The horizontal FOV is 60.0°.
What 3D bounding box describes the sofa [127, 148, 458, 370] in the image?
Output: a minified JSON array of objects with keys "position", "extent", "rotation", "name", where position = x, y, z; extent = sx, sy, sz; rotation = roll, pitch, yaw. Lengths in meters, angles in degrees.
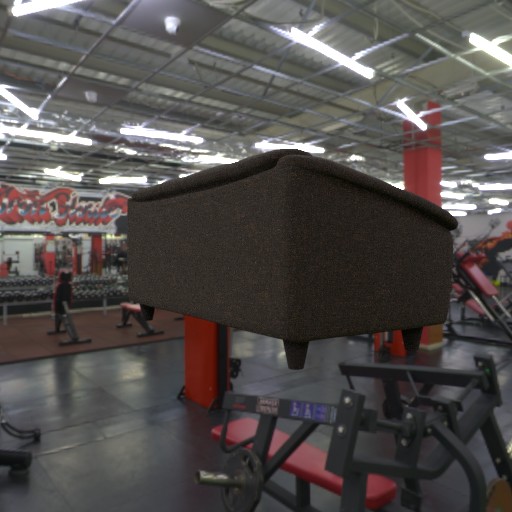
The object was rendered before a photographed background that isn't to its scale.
[{"position":[0.000,0.000,2.333],"extent":[0.887,0.790,1.849],"rotation":[0,1,-36],"name":"sofa"}]
